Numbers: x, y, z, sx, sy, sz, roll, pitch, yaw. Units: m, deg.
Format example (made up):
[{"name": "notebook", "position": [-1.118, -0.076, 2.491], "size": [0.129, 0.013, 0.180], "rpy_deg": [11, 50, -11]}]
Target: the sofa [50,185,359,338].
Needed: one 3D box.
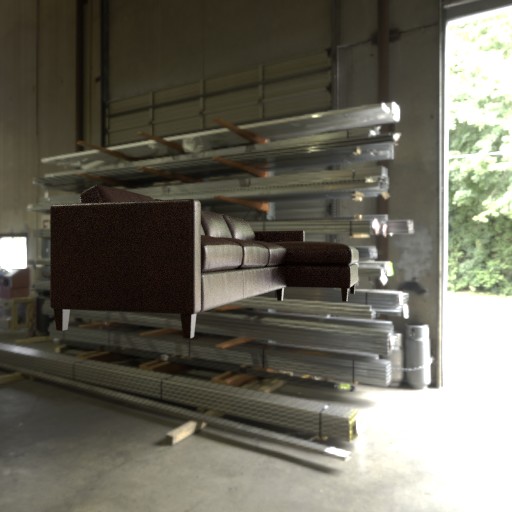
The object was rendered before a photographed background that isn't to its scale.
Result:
[{"name": "sofa", "position": [0.000, 0.000, 3.908], "size": [1.581, 0.883, 3.203], "rpy_deg": [0, 0, 17]}]
